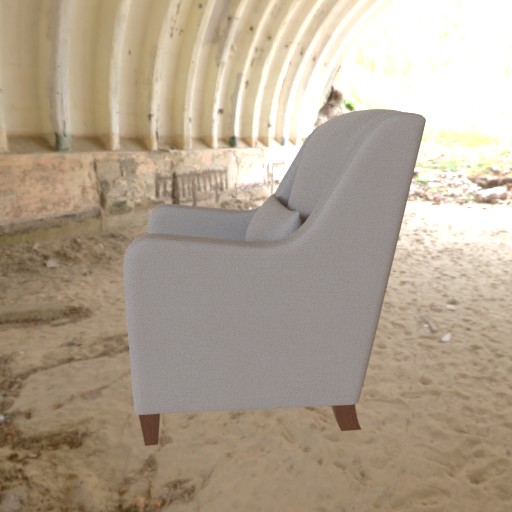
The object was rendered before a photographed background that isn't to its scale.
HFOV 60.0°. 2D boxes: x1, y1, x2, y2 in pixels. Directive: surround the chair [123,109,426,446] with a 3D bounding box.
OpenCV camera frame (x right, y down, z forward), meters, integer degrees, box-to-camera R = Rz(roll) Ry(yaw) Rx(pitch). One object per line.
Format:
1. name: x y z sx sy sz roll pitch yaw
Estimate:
1. chair: 0.000 0.000 1.607 0.863 1.010 0.715 -2 14 -7
